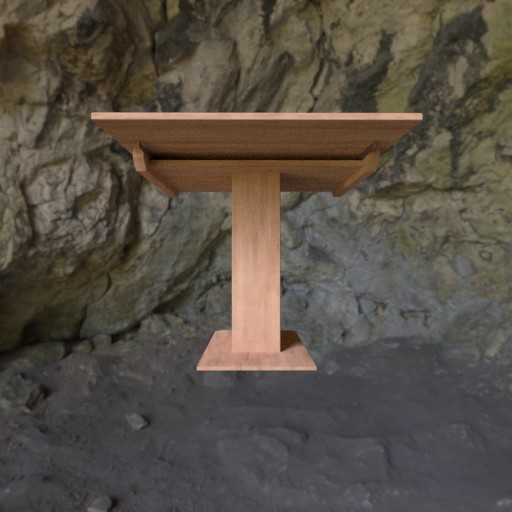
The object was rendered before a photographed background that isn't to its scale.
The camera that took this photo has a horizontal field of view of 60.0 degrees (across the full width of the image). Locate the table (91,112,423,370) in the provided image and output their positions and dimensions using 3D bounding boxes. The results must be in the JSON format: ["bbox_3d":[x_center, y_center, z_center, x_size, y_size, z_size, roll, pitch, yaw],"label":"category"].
[{"bbox_3d":[0.000,0.000,1.849,0.900,0.770,1.300,0,0,0],"label":"table"}]
